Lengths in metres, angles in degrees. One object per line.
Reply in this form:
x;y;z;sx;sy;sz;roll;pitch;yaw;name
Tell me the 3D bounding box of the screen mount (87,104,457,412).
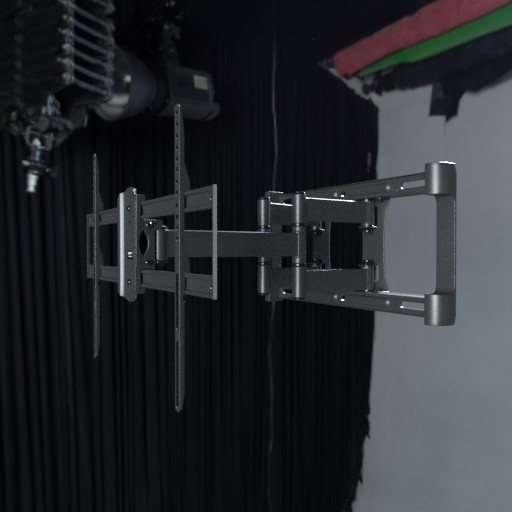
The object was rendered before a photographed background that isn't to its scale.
0.000;0.000;1.076;0.644;0.491;0.661;0;1;-36;screen mount
